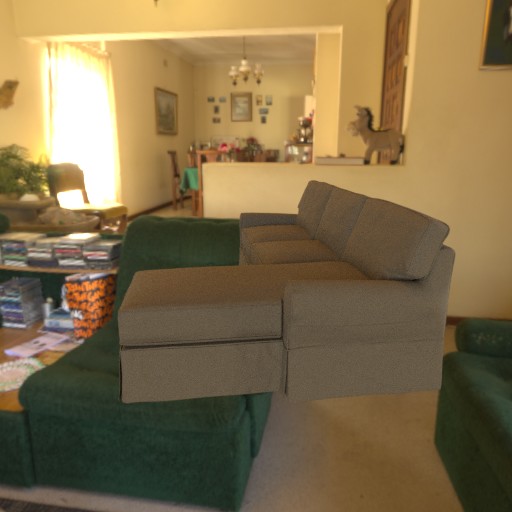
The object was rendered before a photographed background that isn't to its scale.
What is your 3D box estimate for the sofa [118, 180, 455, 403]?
[{"bbox_3d":[0.000,0.000,3.338,1.733,0.978,2.475,-2,14,-8],"label":"sofa"}]
